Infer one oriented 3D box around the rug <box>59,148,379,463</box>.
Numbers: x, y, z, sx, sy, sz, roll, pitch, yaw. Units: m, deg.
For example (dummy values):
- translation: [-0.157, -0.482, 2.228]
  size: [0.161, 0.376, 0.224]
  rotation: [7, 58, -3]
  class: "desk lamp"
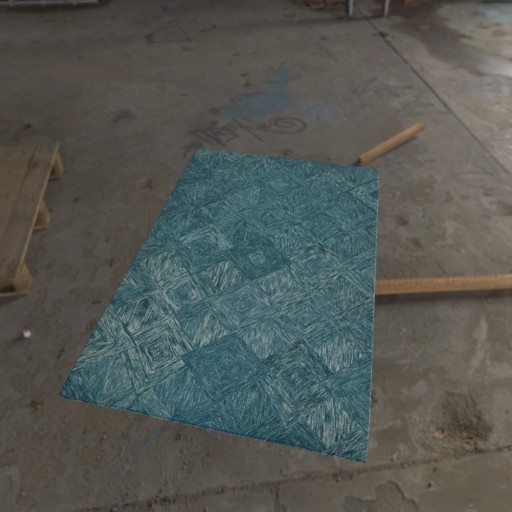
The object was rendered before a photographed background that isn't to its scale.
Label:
- translation: [0.000, 0.000, 2.145]
  size: [1.136, 0.017, 1.728]
  rotation: [9, 46, 8]
  class: "rug"
